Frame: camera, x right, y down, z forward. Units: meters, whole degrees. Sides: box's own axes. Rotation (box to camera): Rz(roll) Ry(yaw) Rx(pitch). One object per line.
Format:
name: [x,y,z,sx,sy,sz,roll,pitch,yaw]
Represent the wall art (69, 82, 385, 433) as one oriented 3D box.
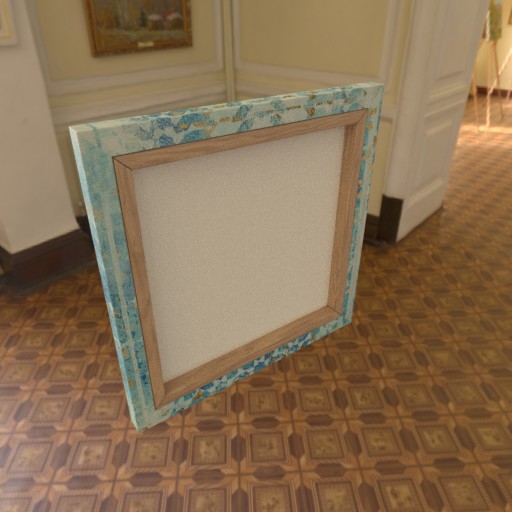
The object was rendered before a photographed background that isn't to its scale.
wall art: [0.000,0.000,0.906,0.609,0.609,0.040,-20,36,-30]
